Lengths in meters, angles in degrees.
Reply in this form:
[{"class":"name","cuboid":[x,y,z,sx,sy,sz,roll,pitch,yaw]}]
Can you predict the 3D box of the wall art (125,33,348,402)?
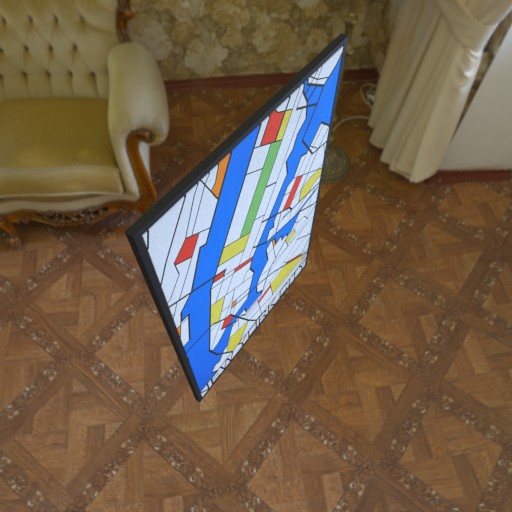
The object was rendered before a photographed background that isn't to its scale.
[{"class":"wall art","cuboid":[0.000,0.000,0.848,0.013,0.660,0.460,31,62,19]}]
